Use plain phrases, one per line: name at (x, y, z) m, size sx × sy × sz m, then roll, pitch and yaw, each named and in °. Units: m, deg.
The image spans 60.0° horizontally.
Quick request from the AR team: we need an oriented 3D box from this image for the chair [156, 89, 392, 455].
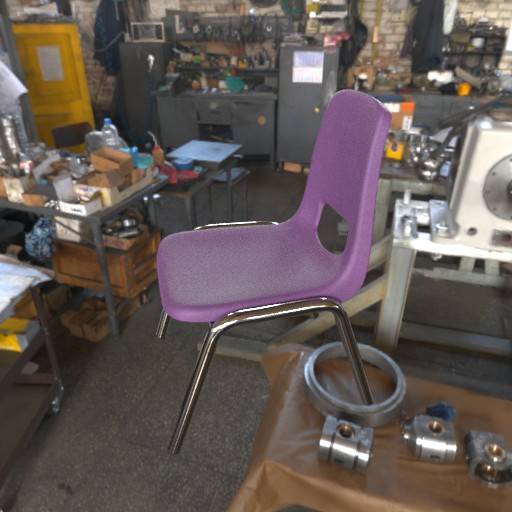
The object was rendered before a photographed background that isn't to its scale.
chair at (0.000, 0.000, 0.853) m, size 0.419 × 0.584 × 0.356 m, roll -7°, pitch 30°, yaw -13°
